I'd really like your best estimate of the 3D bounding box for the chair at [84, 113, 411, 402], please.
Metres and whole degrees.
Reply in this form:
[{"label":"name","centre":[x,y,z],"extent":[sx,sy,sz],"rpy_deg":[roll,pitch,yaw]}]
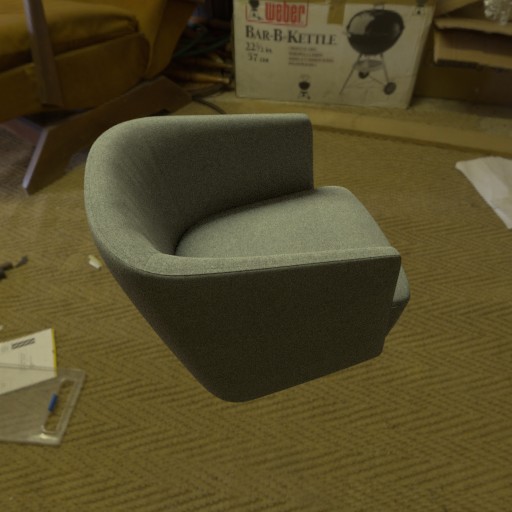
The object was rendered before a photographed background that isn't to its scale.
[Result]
[{"label":"chair","centre":[0.000,0.000,1.607],"extent":[0.986,0.861,0.822],"rpy_deg":[-10,47,-10]}]
